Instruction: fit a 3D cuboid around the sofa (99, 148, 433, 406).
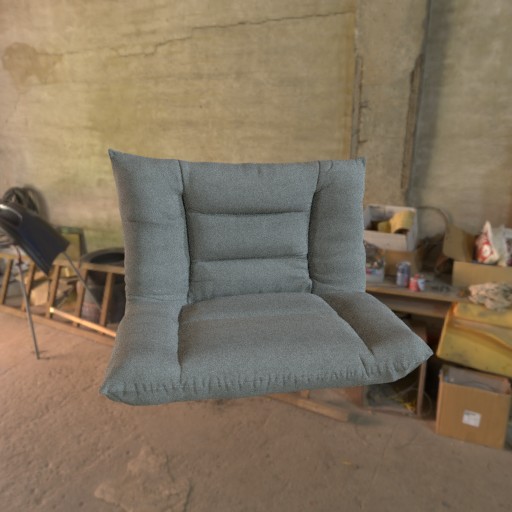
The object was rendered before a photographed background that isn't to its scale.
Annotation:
[{"bbox_3d":[0.000,0.000,1.733,1.144,0.795,0.847,-3,17,-9],"label":"sofa"}]
